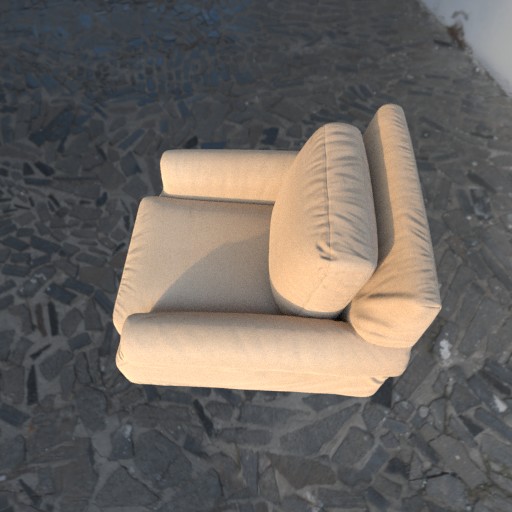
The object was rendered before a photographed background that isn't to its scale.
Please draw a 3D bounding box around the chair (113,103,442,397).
[{"bbox_3d":[0.000,0.000,1.717,1.066,0.866,0.940,2,57,2],"label":"chair"}]
